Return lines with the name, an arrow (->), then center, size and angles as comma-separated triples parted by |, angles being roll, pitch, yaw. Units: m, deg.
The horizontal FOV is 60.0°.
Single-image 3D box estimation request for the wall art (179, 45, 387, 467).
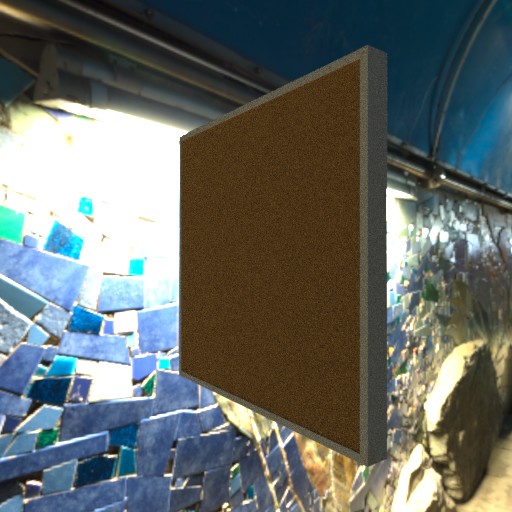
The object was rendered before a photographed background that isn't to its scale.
wall art -> 0.000, 0.000, 0.748 | 0.037, 0.508, 0.508 | 0, 0, -36
